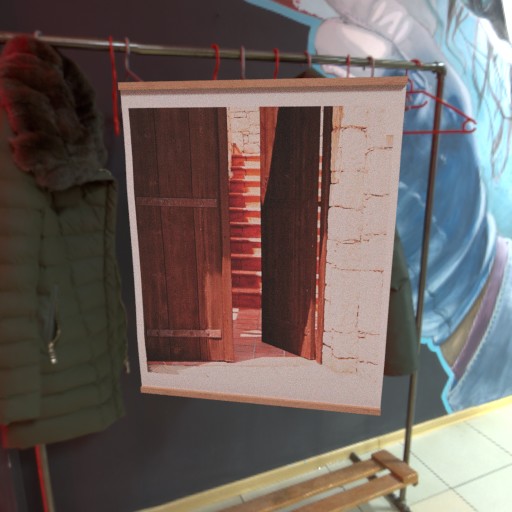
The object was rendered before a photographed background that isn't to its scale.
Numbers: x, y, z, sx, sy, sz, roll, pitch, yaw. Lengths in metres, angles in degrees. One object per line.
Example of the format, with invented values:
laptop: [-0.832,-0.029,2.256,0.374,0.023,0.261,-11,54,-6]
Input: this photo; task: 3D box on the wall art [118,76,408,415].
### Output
wall art: [0.000,0.000,0.684,0.406,0.508,0.013,2,15,9]
